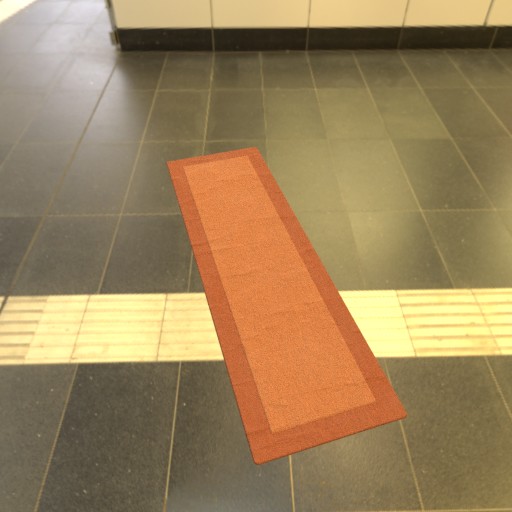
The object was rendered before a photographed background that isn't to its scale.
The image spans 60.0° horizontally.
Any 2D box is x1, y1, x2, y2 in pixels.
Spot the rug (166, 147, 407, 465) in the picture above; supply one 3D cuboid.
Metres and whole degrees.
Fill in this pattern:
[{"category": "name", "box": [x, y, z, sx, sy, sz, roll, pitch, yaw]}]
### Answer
[{"category": "rug", "box": [0.000, 0.000, 2.815, 0.914, 0.013, 2.471, -15, 48, -14]}]
